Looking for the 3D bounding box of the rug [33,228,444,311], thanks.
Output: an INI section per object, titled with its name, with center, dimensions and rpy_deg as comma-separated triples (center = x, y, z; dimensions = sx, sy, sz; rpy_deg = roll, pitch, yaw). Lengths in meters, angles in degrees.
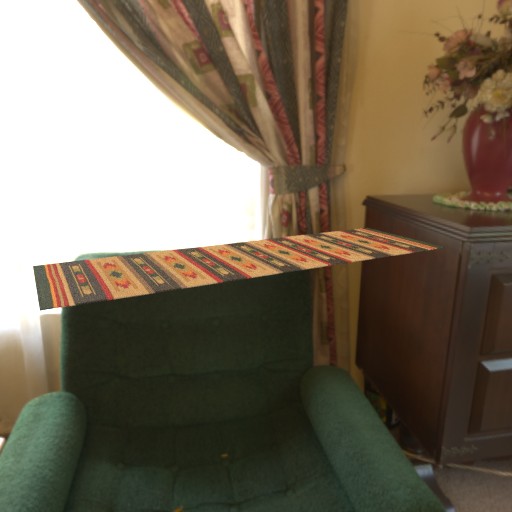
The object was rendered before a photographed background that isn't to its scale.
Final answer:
[rug]
center = 0.000, 0.000, 2.721
dimensions = 2.440, 0.009, 0.760
rpy_deg = -8, 16, -27
